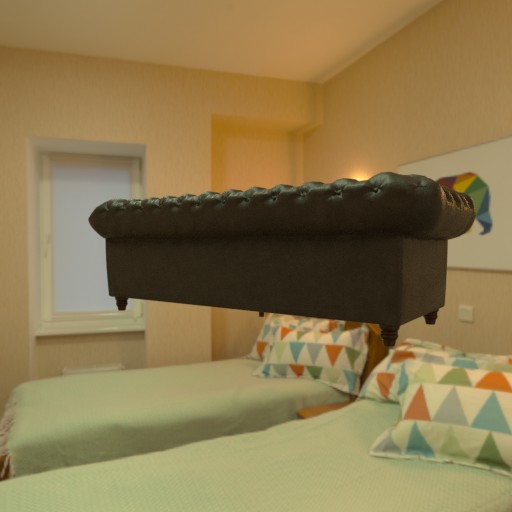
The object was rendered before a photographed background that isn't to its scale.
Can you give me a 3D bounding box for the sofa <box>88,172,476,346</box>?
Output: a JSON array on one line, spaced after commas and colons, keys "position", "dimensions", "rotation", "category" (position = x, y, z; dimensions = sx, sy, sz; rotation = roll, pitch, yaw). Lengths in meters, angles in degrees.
[{"position": [0.000, 0.000, 2.795], "dimensions": [2.385, 0.783, 0.944], "rotation": [1, 1, 36], "category": "sofa"}]
